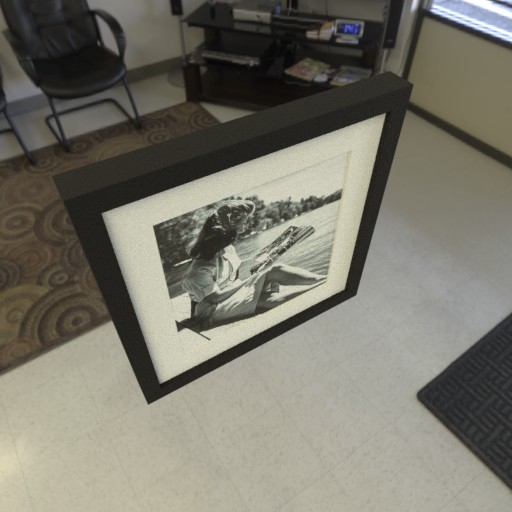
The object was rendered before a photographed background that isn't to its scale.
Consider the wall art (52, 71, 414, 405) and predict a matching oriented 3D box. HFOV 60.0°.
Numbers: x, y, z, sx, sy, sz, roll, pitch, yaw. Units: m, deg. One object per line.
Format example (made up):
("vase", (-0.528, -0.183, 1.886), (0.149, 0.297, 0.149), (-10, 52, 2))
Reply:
("wall art", (0.000, 0.000, 0.460), (0.308, 0.305, 0.030), (-24, 52, -20))
